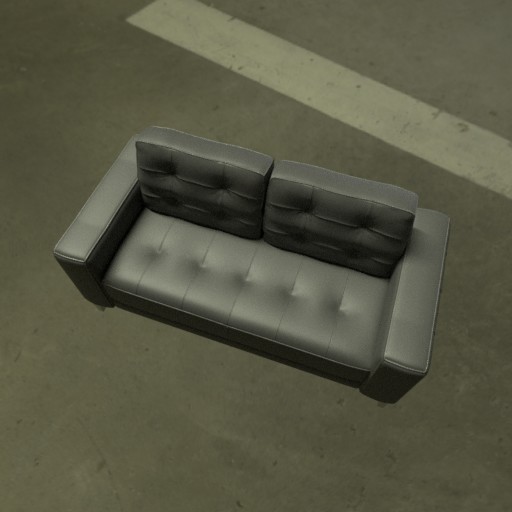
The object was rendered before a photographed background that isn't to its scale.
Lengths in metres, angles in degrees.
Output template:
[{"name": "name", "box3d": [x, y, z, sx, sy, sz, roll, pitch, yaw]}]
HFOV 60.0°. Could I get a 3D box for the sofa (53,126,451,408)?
[{"name": "sofa", "box3d": [0.000, 0.000, 2.217, 1.726, 0.892, 0.833, 17, 60, 10]}]
